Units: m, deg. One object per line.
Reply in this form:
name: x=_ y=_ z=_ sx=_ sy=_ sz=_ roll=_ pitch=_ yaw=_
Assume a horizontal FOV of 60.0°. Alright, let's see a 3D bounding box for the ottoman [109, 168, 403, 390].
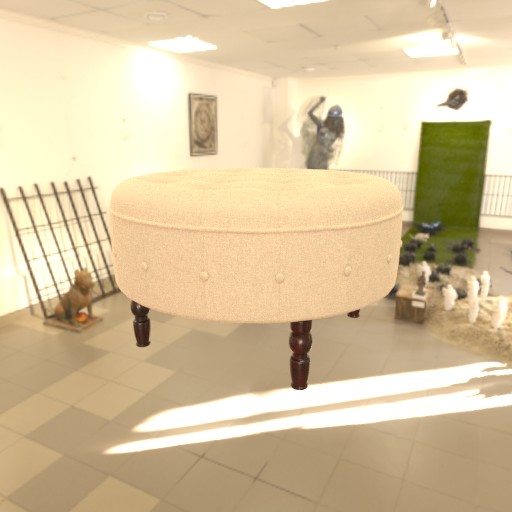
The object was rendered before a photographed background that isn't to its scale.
ottoman: x=0.000 y=0.000 z=1.382 sx=0.848 sy=0.494 sz=0.848 roll=0 pitch=15 yaw=0
